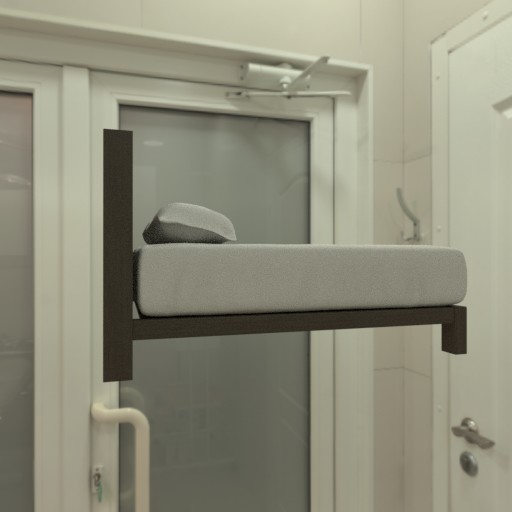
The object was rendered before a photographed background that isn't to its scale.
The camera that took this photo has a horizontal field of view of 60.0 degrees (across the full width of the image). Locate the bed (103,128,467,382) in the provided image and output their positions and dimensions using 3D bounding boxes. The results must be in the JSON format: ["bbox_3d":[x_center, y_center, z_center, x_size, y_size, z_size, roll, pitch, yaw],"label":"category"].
[{"bbox_3d":[0.000,0.000,3.544,2.238,1.261,2.143,0,0,-17],"label":"bed"}]
